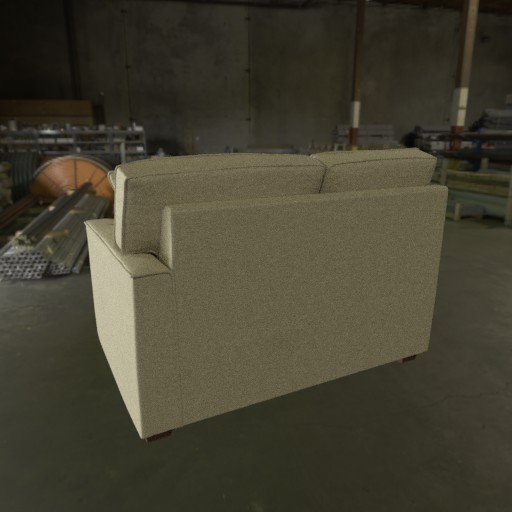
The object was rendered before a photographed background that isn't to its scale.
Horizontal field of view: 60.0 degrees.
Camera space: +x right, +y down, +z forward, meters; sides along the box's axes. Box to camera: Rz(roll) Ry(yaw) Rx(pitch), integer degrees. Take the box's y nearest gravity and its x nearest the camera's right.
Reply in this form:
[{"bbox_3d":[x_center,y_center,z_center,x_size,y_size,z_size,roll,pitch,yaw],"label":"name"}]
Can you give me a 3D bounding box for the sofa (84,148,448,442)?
[{"bbox_3d":[0.000,0.000,2.085,1.388,0.989,0.991,-8,17,-26],"label":"sofa"}]
